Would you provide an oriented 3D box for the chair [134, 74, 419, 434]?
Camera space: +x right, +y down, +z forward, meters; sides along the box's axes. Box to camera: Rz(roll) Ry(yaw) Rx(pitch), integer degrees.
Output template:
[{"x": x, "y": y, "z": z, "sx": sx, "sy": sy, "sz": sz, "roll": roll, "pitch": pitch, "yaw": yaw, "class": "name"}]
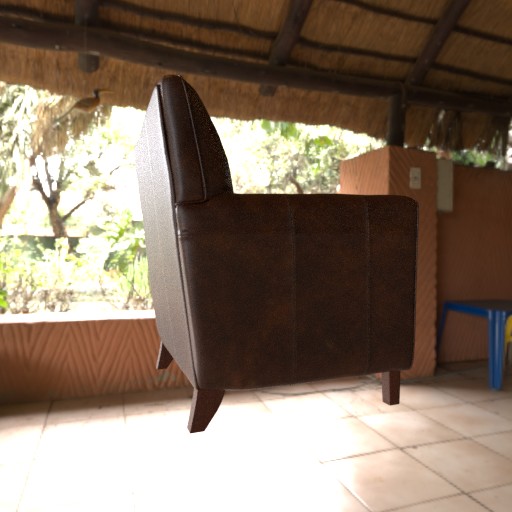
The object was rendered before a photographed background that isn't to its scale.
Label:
[{"x": 0.000, "y": 0.000, "z": 1.634, "sx": 0.823, "sy": 0.943, "sz": 0.870, "roll": 0, "pitch": 0, "yaw": -20, "class": "chair"}]
